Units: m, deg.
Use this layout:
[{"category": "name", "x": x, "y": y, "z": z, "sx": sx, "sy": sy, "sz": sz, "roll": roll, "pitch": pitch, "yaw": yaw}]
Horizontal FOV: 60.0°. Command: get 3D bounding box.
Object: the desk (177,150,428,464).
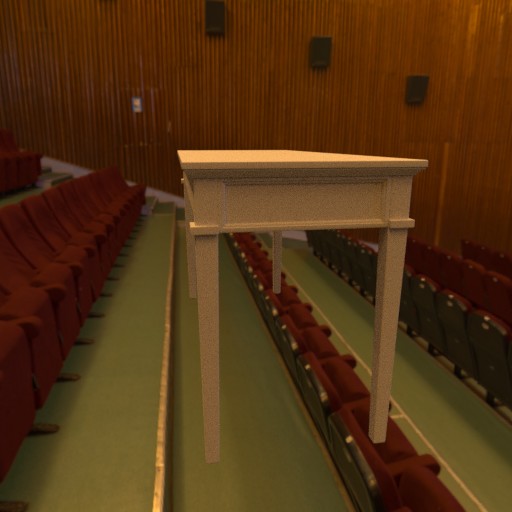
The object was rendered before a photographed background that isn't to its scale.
[{"category": "desk", "x": 0.000, "y": 0.000, "z": 1.719, "sx": 0.559, "sy": 0.774, "sz": 1.372, "roll": -3, "pitch": 15, "yaw": -10}]
